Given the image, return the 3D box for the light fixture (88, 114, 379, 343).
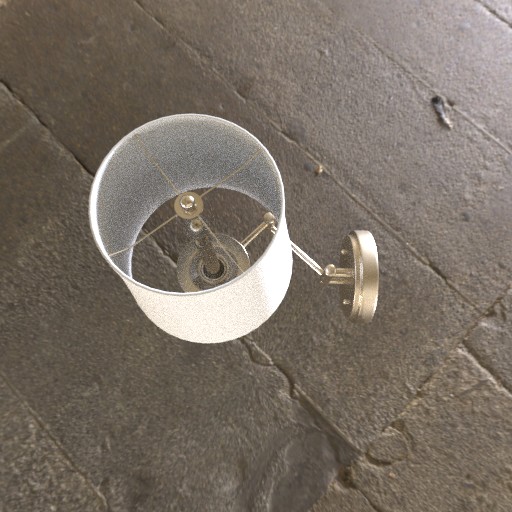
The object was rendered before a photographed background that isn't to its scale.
[{"bbox_3d":[0.000,0.000,0.581,0.348,0.381,0.223,1,75,0],"label":"light fixture"}]
